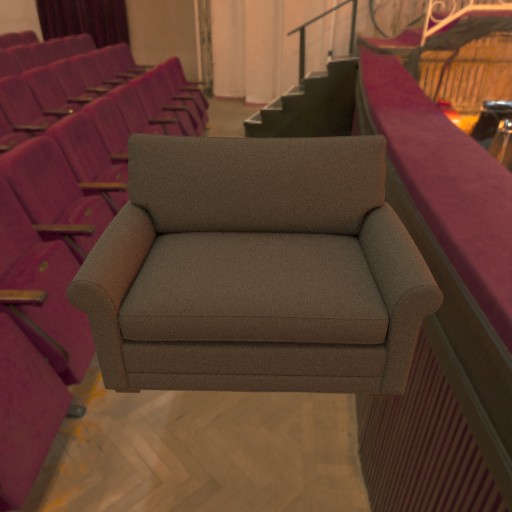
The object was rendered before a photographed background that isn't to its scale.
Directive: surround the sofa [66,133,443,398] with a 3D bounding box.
[{"bbox_3d":[0.000,0.000,2.066,1.410,0.953,0.940,1,30,1],"label":"sofa"}]
